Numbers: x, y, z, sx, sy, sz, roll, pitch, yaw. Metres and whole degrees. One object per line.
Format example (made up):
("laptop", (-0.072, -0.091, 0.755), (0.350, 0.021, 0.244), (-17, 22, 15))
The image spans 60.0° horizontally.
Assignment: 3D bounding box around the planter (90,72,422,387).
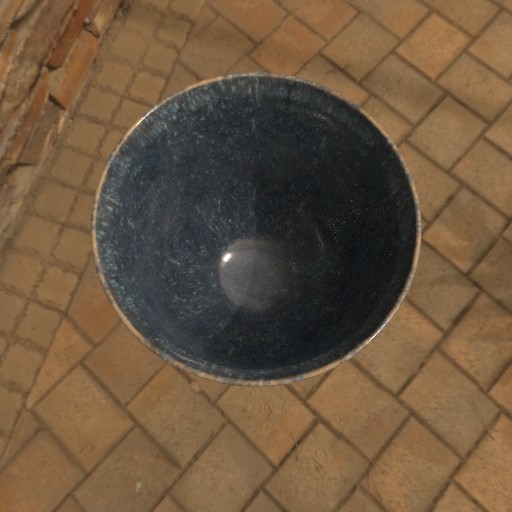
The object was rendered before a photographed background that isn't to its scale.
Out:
("planter", (0.000, 0.000, 0.486), (0.266, 0.270, 0.266), (0, 76, 0))
